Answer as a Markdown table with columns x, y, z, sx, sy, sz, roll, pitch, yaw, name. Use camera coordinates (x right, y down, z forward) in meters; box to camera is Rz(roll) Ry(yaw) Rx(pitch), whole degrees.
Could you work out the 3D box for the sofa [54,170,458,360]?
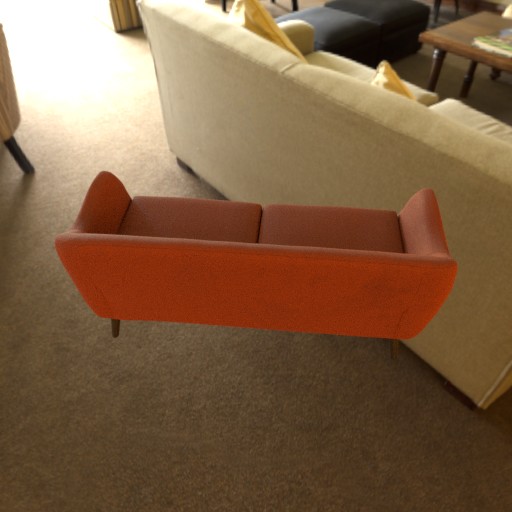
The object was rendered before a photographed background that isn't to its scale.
| x | y | z | sx | sy | sz | roll | pitch | yaw | name |
| --- | --- | --- | --- | --- | --- | --- | --- | --- | --- |
| 0.000 | 0.000 | 2.277 | 1.840 | 0.836 | 0.820 | 4 | 45 | 4 | sofa |
